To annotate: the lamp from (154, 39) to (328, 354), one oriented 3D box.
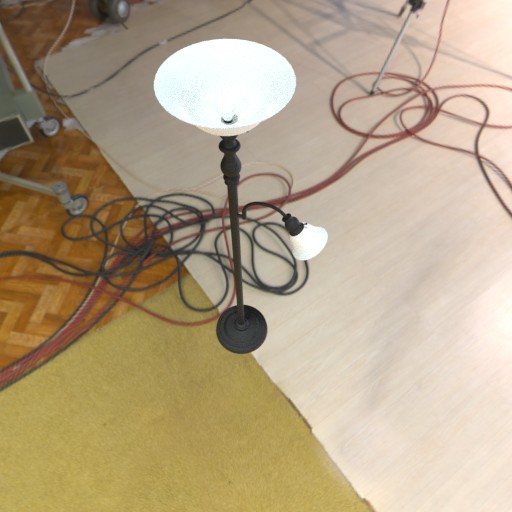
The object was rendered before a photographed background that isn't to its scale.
[{"bbox_3d":[0.000,0.000,2.009,0.588,1.793,0.405,13,58,8],"label":"lamp"}]
